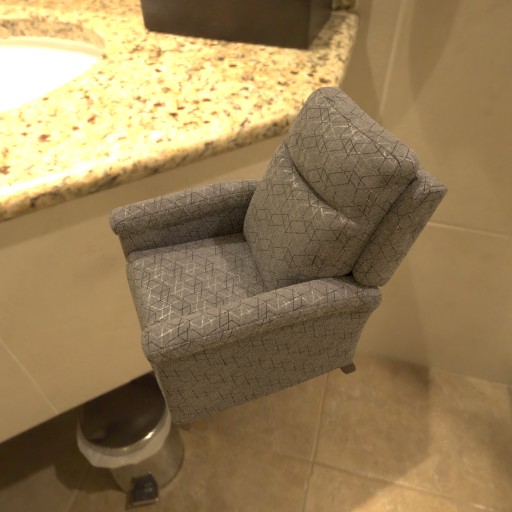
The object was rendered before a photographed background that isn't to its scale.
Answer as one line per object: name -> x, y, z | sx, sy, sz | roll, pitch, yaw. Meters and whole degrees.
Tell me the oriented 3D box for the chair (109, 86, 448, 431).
chair -> 0.000, 0.000, 1.720 | 0.987, 1.048, 0.753 | -16, 48, -15
